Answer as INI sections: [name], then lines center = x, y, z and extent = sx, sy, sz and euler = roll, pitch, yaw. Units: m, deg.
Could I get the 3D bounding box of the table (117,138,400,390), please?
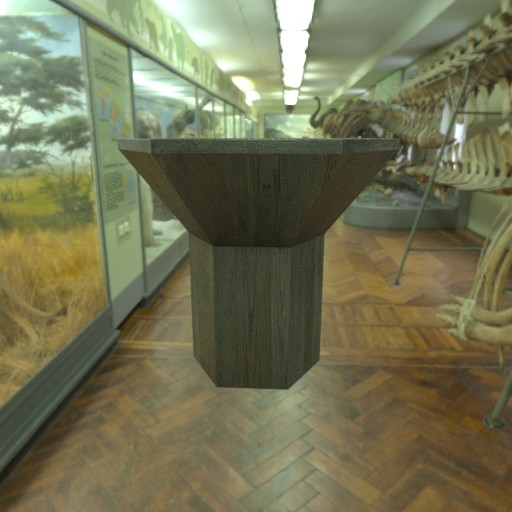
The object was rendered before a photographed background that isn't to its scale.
[table]
center = 0.000, 0.000, 1.146
extent = 0.592, 0.586, 0.683
euler = -7, 17, -25
